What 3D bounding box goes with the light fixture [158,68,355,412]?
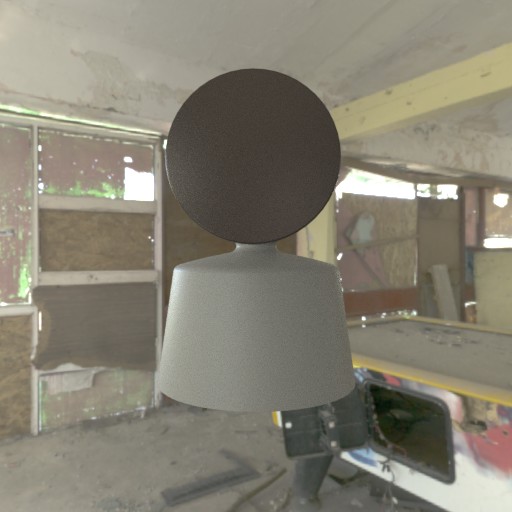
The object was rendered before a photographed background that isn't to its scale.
[{"bbox_3d":[0.000,0.000,0.442,0.204,0.268,0.254,0,0,1],"label":"light fixture"}]
